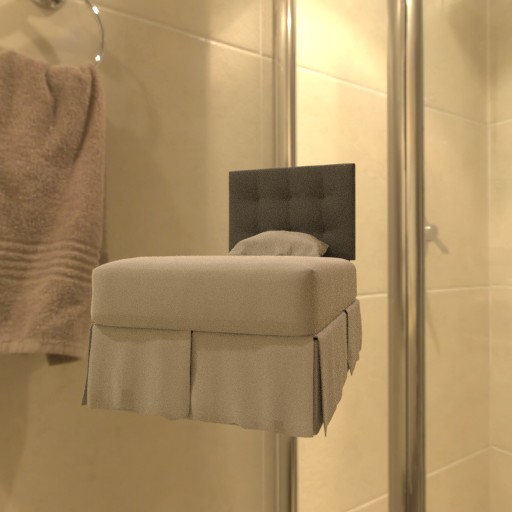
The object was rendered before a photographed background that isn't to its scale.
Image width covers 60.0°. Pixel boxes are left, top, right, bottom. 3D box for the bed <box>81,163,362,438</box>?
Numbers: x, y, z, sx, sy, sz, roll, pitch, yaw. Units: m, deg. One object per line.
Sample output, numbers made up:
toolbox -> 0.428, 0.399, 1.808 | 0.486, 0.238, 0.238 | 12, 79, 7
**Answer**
bed -> 0.000, 0.000, 2.989 | 1.261, 1.571, 1.997 | 0, 0, 18
